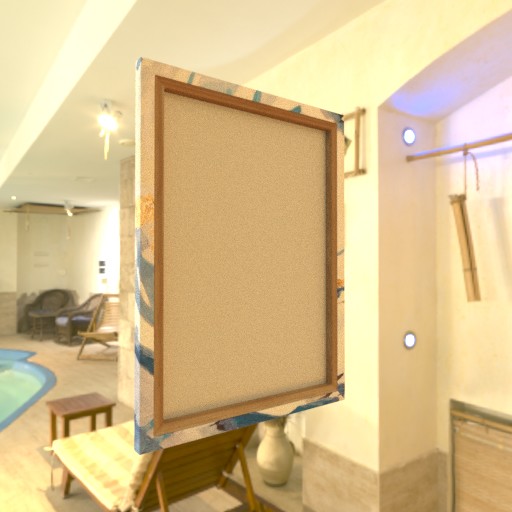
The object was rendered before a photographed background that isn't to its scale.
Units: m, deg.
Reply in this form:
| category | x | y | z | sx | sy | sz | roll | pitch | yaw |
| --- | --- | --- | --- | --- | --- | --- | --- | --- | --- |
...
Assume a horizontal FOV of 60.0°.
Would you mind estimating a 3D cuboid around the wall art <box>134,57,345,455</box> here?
| category | x | y | z | sx | sy | sz | roll | pitch | yaw |
| --- | --- | --- | --- | --- | --- | --- | --- | --- | --- |
| wall art | 0.000 | 0.000 | 1.367 | 0.761 | 1.015 | 0.038 | 1 | -1 | -37 |
